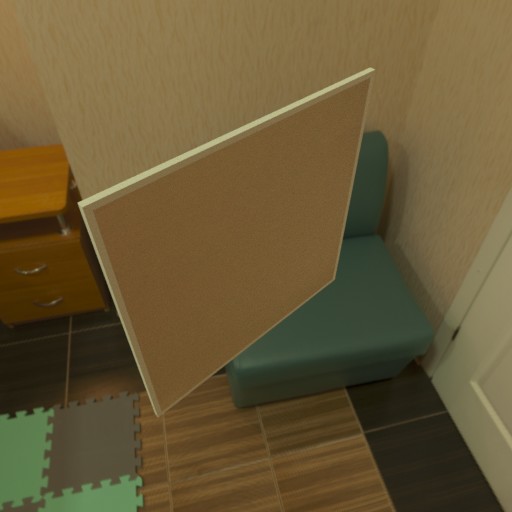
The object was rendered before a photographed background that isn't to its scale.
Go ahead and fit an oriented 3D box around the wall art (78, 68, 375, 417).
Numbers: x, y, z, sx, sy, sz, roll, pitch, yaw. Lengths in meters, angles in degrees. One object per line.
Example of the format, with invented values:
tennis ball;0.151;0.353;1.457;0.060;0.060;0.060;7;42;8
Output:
wall art;0.000;0.000;0.847;0.557;0.557;0.012;-33;54;-28
